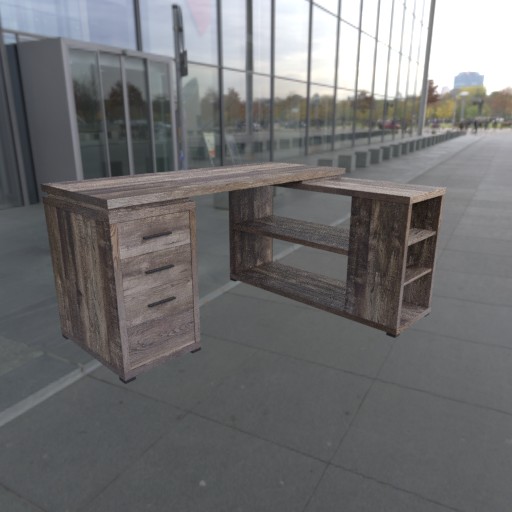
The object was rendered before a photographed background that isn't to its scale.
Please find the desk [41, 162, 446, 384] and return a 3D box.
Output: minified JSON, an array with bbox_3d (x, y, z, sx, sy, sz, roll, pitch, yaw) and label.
[{"bbox_3d":[0.000,0.000,2.211,1.200,0.753,1.524,16,23,42],"label":"desk"}]
